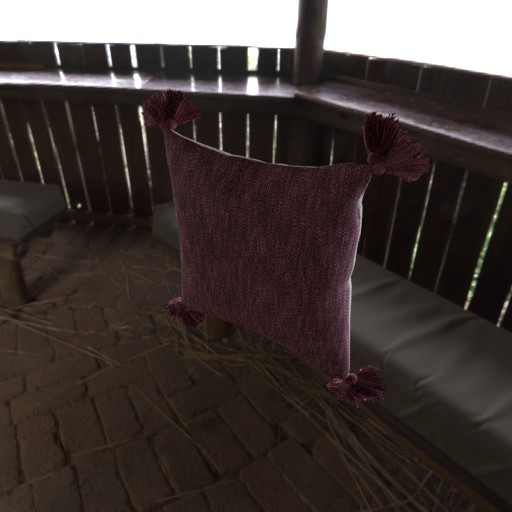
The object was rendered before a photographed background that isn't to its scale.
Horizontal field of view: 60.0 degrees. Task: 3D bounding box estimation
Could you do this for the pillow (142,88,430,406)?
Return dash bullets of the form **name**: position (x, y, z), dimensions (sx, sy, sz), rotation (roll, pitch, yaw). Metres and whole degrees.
- **pillow**: position (0.000, 0.000, 0.968), dimensions (0.641, 0.659, 0.138), rotation (18, 35, 29)
